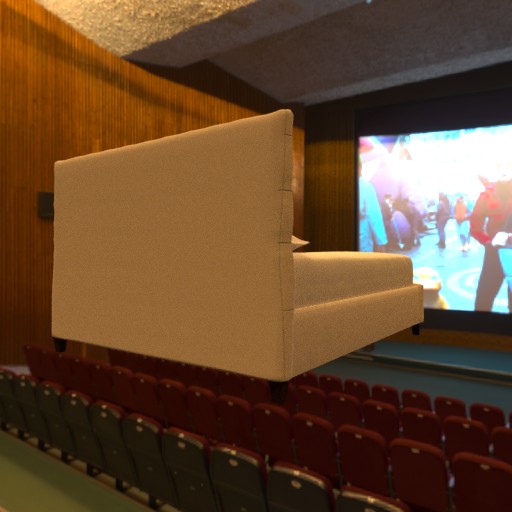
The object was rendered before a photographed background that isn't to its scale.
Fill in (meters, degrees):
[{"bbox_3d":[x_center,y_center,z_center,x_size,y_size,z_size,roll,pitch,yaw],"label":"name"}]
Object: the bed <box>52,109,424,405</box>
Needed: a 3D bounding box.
[{"bbox_3d":[0.000,0.000,3.658,2.078,1.427,2.387,0,0,36],"label":"bed"}]
